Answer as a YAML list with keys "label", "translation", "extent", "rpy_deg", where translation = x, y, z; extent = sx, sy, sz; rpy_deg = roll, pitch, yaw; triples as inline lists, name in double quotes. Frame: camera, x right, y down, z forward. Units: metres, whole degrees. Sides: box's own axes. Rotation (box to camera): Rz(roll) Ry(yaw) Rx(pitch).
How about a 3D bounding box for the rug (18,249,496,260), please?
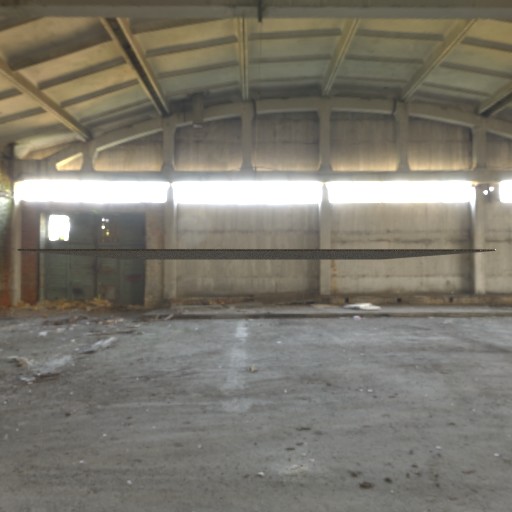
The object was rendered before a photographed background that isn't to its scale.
- label: "rug"
  translation: [0.000, 0.000, 4.030]
  extent: [3.057, 0.013, 2.434]
  rpy_deg: [0, -2, -1]
